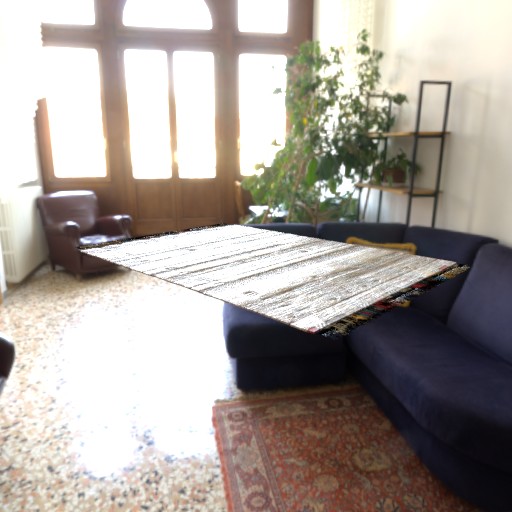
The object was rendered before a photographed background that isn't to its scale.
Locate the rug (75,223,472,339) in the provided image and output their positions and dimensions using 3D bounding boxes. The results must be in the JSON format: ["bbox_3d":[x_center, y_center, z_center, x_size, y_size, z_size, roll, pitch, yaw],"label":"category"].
[{"bbox_3d":[0.000,0.000,2.381,1.848,0.012,1.217,13,19,42],"label":"rug"}]
